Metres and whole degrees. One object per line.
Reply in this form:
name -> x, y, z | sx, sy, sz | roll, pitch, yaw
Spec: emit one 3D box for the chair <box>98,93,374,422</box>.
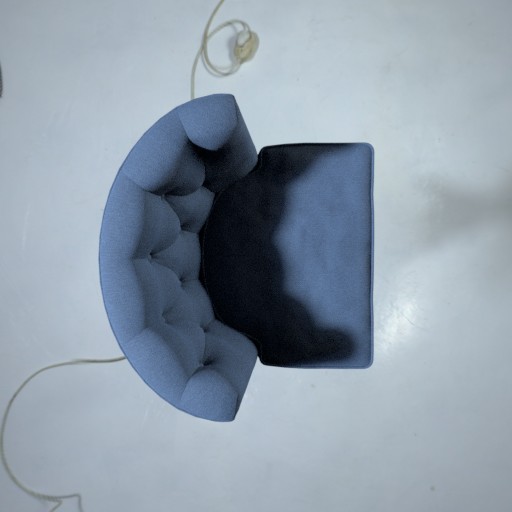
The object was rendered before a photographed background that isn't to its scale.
chair -> 0.000, 0.000, 1.348 | 0.718, 0.771, 0.740 | 0, 91, -1
